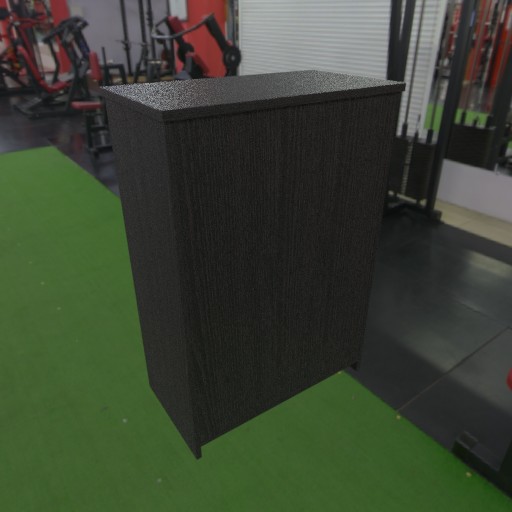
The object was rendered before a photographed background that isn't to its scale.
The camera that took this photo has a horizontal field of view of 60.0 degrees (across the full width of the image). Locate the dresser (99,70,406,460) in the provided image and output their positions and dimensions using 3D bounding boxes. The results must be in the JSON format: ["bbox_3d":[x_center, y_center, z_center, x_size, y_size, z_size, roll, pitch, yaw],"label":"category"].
[{"bbox_3d":[0.000,0.000,1.401,0.704,1.020,0.399,-18,33,-30],"label":"dresser"}]
